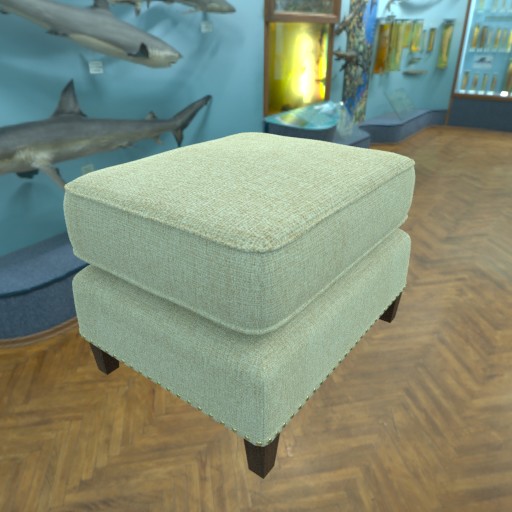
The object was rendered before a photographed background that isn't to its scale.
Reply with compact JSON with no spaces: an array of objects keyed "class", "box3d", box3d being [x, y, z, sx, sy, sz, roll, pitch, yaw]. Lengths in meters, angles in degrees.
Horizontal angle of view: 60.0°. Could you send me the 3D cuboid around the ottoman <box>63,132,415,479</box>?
[{"class":"ottoman","box3d":[0.000,0.000,1.144,0.589,0.537,0.738,19,32,32]}]
